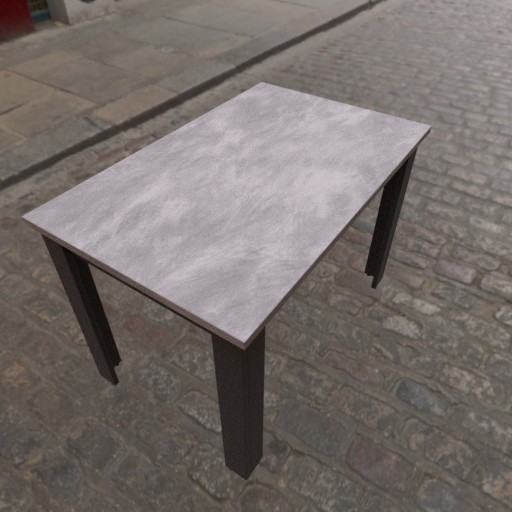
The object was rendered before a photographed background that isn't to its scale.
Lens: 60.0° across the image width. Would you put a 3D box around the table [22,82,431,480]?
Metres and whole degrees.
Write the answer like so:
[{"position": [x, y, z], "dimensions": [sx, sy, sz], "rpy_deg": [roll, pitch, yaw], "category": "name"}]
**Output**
[{"position": [0.000, 0.000, 1.567], "dimensions": [0.700, 0.734, 1.100], "rpy_deg": [25, 48, 25], "category": "table"}]
